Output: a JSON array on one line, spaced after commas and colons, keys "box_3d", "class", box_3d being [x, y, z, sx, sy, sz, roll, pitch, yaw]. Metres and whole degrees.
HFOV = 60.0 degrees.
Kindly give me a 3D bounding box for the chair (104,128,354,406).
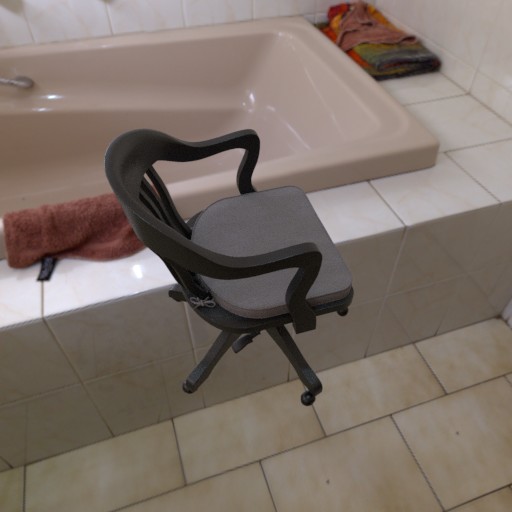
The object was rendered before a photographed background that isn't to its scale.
[{"box_3d": [0.000, 0.000, 1.496, 0.788, 0.878, 0.750, -12, 48, -11], "class": "chair"}]
